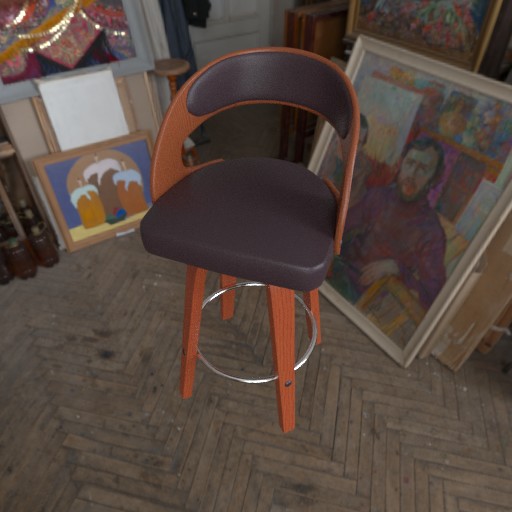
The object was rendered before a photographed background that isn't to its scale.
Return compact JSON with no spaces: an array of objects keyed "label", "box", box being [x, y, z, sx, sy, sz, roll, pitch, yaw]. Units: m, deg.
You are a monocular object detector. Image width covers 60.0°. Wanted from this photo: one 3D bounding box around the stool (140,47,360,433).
[{"label":"stool","box":[0.000,0.000,1.198,0.457,0.940,0.457,13,43,15]}]
